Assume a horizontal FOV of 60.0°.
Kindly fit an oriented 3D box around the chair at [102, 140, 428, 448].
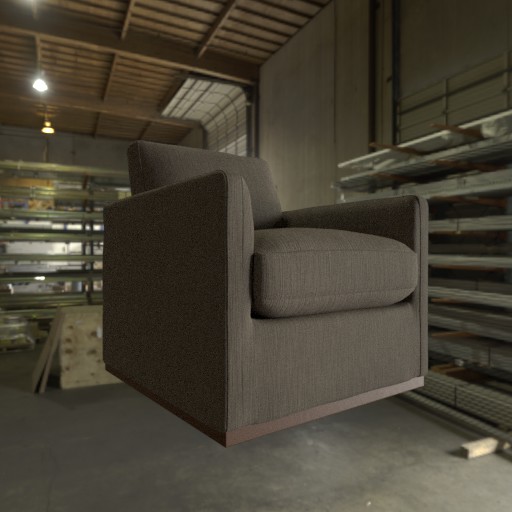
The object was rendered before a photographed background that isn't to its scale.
[{"bbox_3d":[0.000,0.000,1.460,0.763,0.811,0.834,0,0,-37],"label":"chair"}]
